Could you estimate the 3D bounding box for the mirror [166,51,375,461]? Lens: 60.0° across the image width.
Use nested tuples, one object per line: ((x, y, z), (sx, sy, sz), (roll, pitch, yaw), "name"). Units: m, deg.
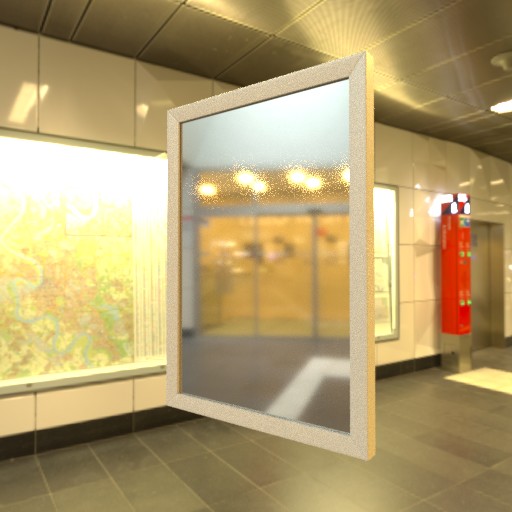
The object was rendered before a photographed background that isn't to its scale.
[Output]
((0.000, 0.000, 0.933), (0.507, 0.710, 0.040), (-1, -1, 37), "mirror")
